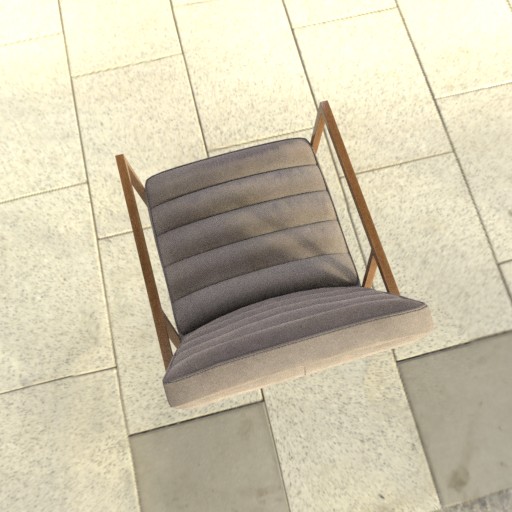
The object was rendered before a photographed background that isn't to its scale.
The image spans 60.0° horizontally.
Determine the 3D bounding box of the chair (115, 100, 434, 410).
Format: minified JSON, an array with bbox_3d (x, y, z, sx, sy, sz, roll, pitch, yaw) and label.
[{"bbox_3d":[0.000,0.000,1.289,0.578,0.843,0.682,-16,77,-4],"label":"chair"}]
